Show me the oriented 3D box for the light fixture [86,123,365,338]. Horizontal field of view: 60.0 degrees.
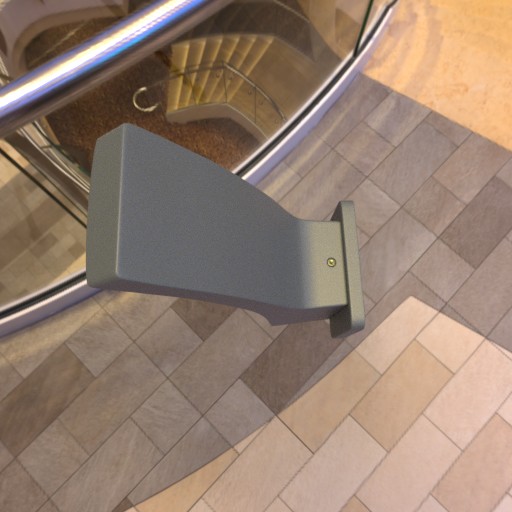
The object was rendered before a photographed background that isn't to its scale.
[{"bbox_3d":[0.000,0.000,0.330,0.174,0.243,0.108,-2,75,0],"label":"light fixture"}]
